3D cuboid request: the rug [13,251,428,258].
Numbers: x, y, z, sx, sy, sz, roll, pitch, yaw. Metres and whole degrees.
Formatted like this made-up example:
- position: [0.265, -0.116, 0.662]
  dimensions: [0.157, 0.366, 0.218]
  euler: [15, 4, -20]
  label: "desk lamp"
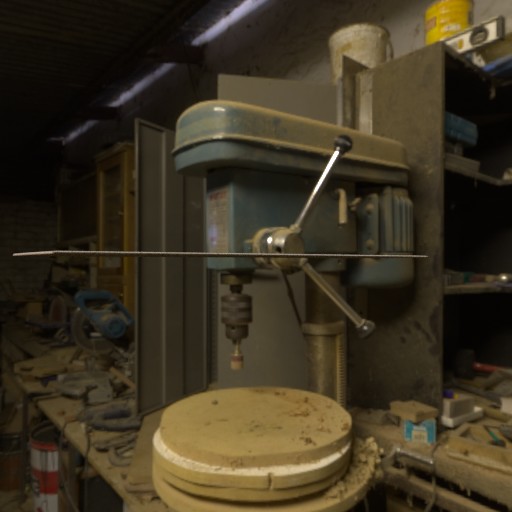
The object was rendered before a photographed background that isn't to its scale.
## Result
- position: [0.000, 0.000, 2.628]
  dimensions: [2.448, 0.012, 0.769]
  euler: [1, -1, -38]
  label: "rug"
